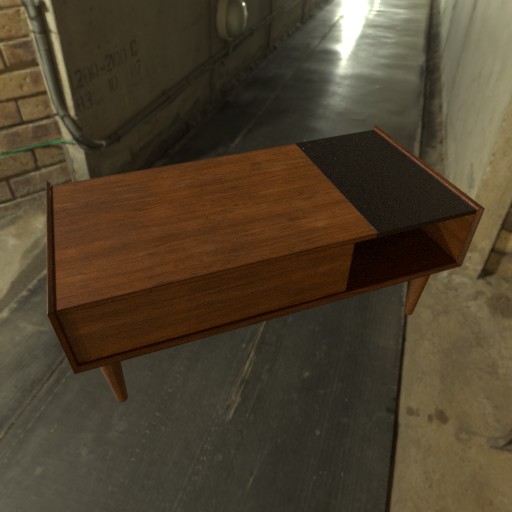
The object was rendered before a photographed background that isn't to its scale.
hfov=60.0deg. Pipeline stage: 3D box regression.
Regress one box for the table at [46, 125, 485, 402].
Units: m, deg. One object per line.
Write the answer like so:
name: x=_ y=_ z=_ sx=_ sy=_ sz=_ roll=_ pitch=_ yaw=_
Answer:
table: x=0.000 y=0.000 z=1.538 sx=1.221 sy=0.508 sz=0.610 roll=-13 pitch=43 yaw=-15
